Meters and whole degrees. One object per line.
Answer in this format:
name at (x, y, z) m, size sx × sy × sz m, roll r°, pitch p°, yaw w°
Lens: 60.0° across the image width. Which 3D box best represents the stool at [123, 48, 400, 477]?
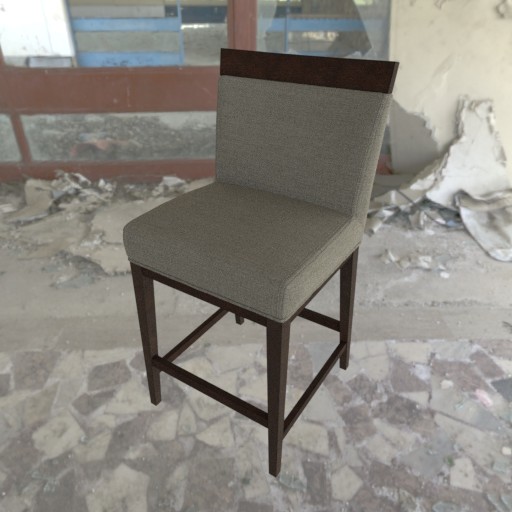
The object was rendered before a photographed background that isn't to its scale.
stool at (0.000, 0.000, 1.256) m, size 0.512 × 1.009 × 0.531 m, roll 19°, pitch 36°, yaw 28°
